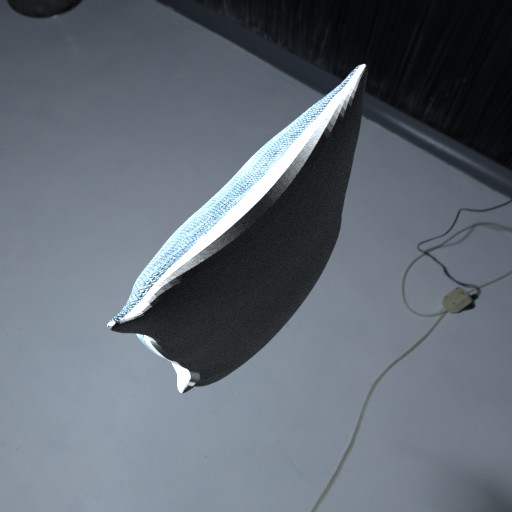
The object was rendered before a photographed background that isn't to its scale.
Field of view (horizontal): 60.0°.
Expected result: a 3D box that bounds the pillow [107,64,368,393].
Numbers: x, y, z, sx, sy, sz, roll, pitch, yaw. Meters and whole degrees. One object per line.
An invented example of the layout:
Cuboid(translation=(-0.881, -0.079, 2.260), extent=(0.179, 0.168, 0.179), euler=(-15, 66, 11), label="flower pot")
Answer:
Cuboid(translation=(0.000, 0.000, 0.675), extent=(0.182, 0.441, 0.440), euler=(37, 71, 15), label="pillow")
